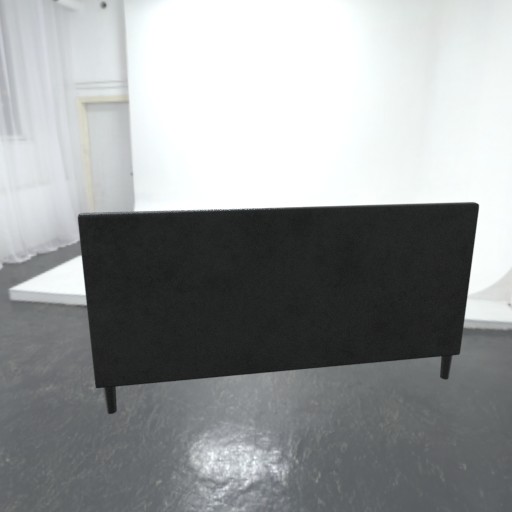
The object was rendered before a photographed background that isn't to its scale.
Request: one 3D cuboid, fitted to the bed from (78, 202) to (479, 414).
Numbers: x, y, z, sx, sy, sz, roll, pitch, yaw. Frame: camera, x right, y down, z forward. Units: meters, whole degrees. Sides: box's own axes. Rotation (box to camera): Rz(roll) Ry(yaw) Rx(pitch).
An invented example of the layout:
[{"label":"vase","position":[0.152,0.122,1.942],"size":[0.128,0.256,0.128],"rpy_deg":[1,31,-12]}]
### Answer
[{"label":"bed","position":[0.000,0.000,3.316],"size":[2.018,1.046,2.152],"rpy_deg":[-3,15,-10]}]
